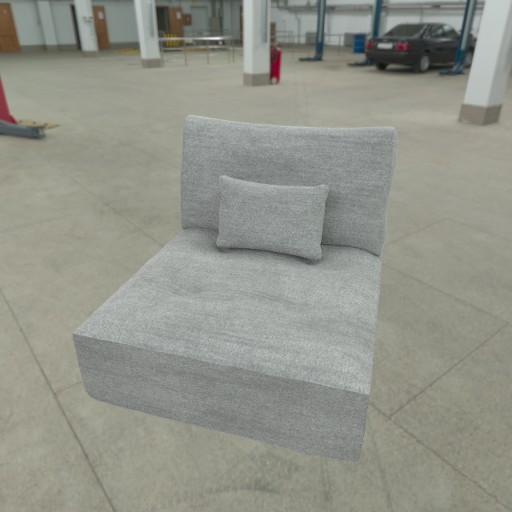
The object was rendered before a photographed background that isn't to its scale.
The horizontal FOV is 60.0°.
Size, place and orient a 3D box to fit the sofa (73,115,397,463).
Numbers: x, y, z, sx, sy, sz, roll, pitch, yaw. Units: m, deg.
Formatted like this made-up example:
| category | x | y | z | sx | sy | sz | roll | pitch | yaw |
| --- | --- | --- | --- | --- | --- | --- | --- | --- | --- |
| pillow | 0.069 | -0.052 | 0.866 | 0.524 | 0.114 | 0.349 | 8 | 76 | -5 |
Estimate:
| category | x | y | z | sx | sy | sz | roll | pitch | yaw |
| --- | --- | --- | --- | --- | --- | --- | --- | --- | --- |
| sofa | 0.000 | 0.000 | 1.665 | 0.930 | 0.820 | 1.000 | 8 | 29 | 14 |
